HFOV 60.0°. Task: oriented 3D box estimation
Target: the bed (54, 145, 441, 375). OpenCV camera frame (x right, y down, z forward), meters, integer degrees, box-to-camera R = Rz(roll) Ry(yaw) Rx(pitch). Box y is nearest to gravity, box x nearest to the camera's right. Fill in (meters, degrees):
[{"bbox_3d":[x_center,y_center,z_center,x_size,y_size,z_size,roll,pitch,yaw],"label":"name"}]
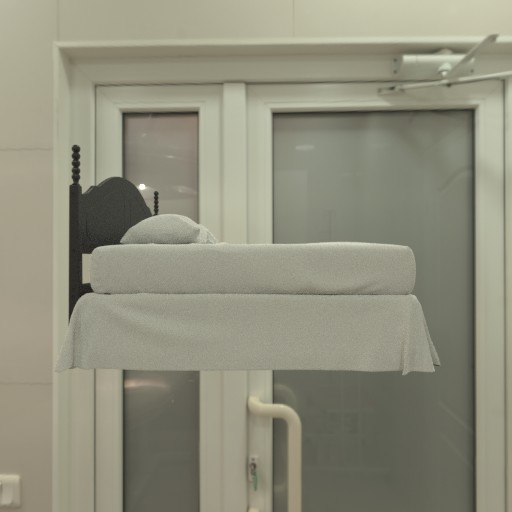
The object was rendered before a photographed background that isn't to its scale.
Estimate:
[{"bbox_3d":[0.000,0.000,3.608,2.219,1.355,2.322,0,0,2],"label":"bed"}]
